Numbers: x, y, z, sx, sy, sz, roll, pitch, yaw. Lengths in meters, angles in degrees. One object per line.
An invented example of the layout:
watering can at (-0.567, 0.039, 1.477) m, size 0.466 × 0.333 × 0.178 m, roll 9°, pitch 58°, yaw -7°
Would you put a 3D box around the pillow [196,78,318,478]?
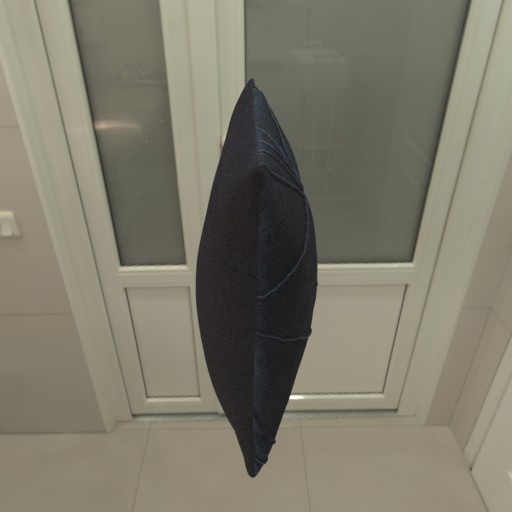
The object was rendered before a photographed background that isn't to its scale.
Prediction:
pillow at (0.000, 0.000, 0.668) m, size 0.183 × 0.440 × 0.439 m, roll -1°, pitch 32°, yaw -1°
